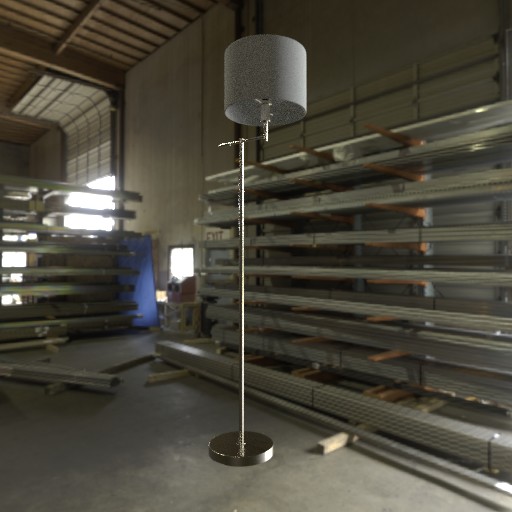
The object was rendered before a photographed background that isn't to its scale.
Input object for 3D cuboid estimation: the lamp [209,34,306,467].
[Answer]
[{"bbox_3d":[0.000,0.000,1.778,0.416,1.600,0.324,-1,-1,36],"label":"lamp"}]
